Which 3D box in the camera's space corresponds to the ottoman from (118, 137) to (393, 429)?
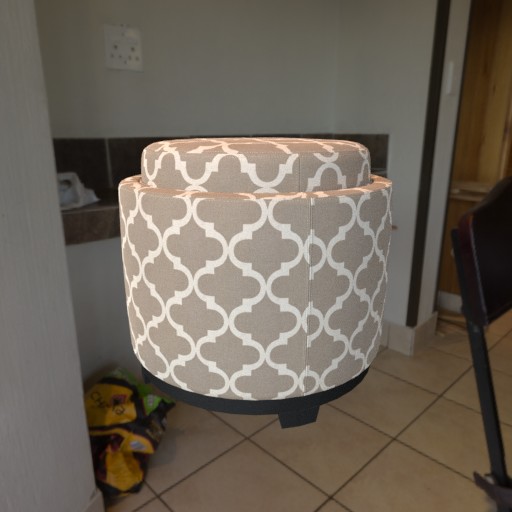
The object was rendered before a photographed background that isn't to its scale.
[{"bbox_3d":[0.000,0.000,0.835,0.480,0.429,0.480,0,16,0],"label":"ottoman"}]
